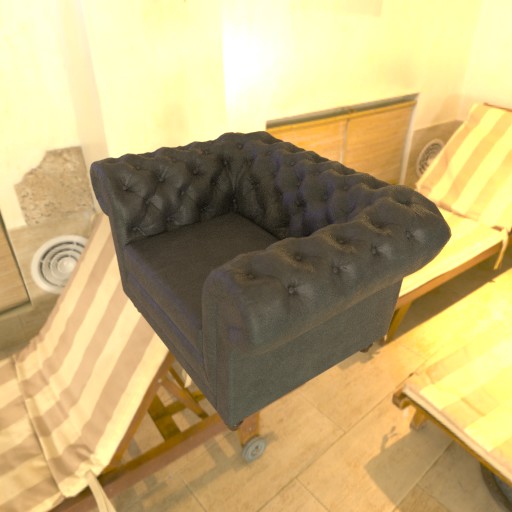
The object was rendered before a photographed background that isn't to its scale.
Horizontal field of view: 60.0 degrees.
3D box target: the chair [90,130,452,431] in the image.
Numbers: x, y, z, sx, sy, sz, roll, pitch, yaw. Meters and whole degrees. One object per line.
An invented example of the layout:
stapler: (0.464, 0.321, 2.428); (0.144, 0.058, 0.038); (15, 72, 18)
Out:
chair: (0.000, 0.000, 1.924); (0.943, 0.780, 1.298); (-21, 38, -30)
